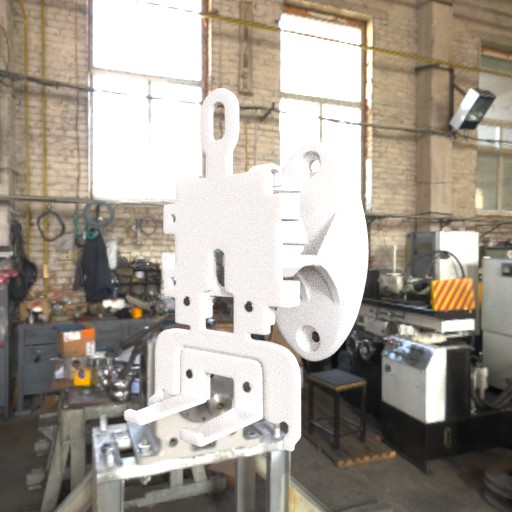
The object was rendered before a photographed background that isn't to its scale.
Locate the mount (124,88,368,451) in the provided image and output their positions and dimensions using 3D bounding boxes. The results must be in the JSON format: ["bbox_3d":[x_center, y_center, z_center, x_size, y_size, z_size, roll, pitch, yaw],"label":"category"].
[{"bbox_3d":[0.000,0.000,0.175,0.066,0.118,0.100,0,1,36],"label":"mount"}]
